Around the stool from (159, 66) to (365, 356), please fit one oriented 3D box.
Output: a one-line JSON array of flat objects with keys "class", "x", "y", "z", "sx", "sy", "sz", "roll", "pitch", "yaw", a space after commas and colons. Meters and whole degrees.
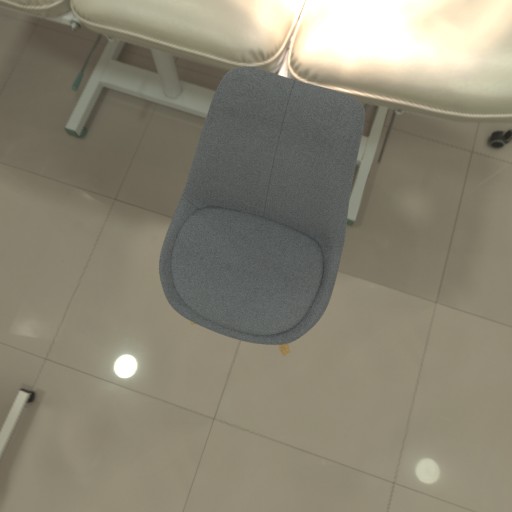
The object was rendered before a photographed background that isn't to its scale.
[{"class": "stool", "x": 0.000, "y": 0.000, "z": 1.419, "sx": 0.485, "sy": 1.115, "sz": 0.550, "roll": 18, "pitch": 77, "yaw": 4}]
